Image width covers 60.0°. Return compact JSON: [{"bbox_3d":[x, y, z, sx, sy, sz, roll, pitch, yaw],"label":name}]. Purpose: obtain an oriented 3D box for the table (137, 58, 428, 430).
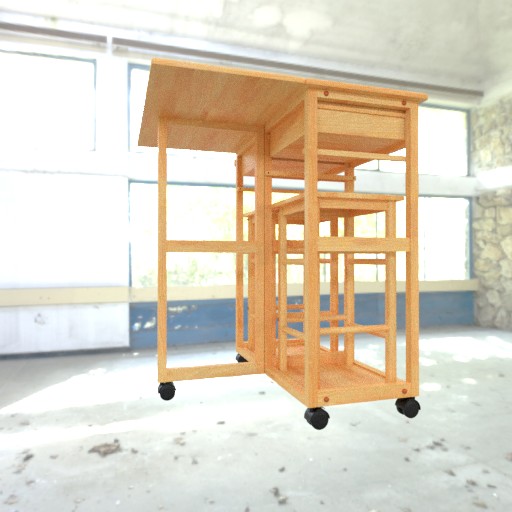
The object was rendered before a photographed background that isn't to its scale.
[{"bbox_3d":[0.000,0.000,1.387,0.693,0.832,0.752,0,0,-17],"label":"table"}]
